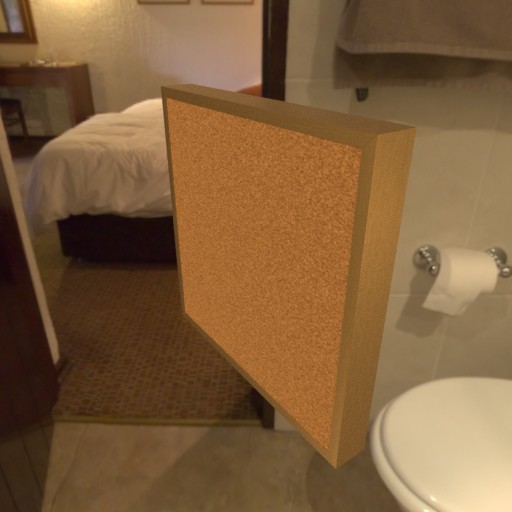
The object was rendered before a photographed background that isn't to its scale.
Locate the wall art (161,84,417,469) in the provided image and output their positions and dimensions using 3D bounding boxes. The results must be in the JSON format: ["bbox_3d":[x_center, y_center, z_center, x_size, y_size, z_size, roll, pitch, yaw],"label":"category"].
[{"bbox_3d":[0.000,0.000,0.458,0.038,0.305,0.304,-18,33,-31],"label":"wall art"}]
